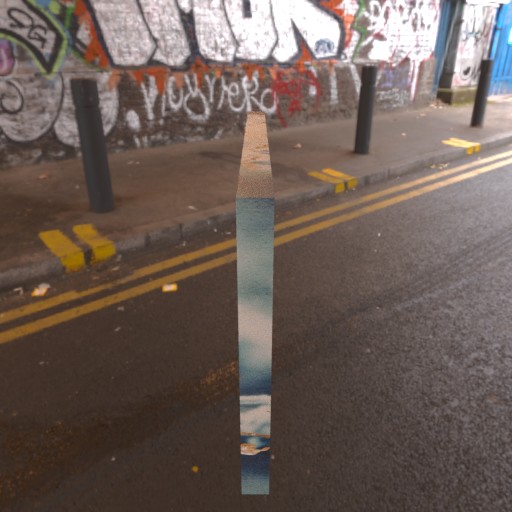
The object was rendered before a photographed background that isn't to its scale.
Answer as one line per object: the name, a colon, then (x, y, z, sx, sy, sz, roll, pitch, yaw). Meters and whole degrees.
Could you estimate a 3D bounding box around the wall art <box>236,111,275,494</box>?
wall art: (0.000, 0.000, 0.770, 0.036, 0.405, 0.607, 0, 25, 0)
